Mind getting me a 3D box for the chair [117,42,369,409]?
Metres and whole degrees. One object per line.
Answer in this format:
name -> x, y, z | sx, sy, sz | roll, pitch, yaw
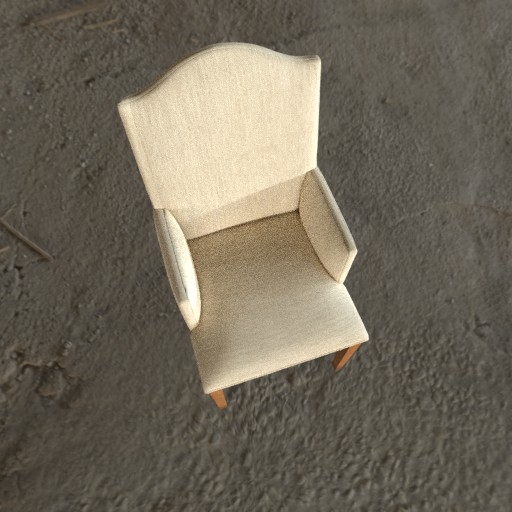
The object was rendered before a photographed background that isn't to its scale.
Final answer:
chair -> 0.000, 0.000, 1.340 | 0.533, 1.016, 0.641 | -16, 64, -8
